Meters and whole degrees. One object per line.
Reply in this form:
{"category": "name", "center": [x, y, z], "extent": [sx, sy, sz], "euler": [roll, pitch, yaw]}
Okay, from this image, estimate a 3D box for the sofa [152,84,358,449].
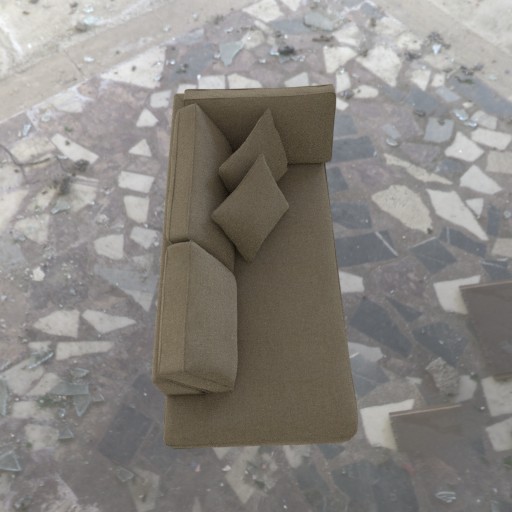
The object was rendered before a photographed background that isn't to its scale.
{"category": "sofa", "center": [0.000, 0.000, 2.841], "extent": [1.110, 1.019, 2.238], "euler": [-1, 63, -1]}
